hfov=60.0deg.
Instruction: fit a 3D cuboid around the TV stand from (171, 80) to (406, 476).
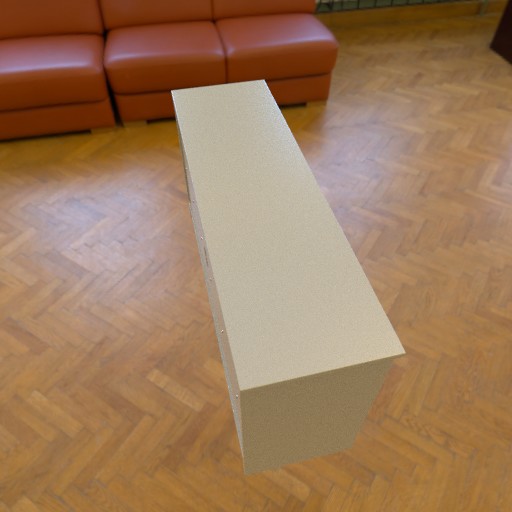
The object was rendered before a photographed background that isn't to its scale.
[{"bbox_3d":[0.000,0.000,1.470,0.344,0.603,1.167,-10,49,-9],"label":"TV stand"}]
